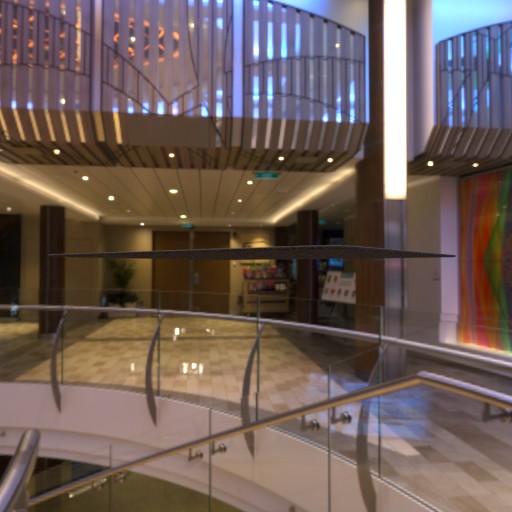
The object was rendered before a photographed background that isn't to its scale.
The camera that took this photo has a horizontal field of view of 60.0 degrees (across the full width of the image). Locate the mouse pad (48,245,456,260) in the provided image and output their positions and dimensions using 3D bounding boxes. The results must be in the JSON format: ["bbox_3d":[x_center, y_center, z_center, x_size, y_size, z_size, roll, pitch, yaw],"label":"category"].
[{"bbox_3d":[0.000,0.000,0.434,0.315,0.002,0.269,-1,-2,37],"label":"mouse pad"}]
